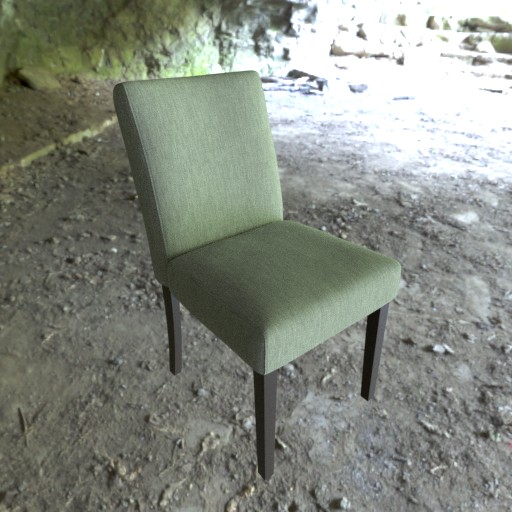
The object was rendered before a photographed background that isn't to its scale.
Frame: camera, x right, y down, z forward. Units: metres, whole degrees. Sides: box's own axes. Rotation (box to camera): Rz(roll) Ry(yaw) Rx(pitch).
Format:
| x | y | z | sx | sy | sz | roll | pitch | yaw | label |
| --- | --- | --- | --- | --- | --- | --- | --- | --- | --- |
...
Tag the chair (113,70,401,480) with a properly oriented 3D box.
| x | y | z | sx | sy | sz | roll | pitch | yaw | label |
| --- | --- | --- | --- | --- | --- | --- | --- | --- | --- |
| 0.000 | 0.000 | 1.224 | 0.487 | 0.884 | 0.629 | -22 | 35 | -34 | chair |
